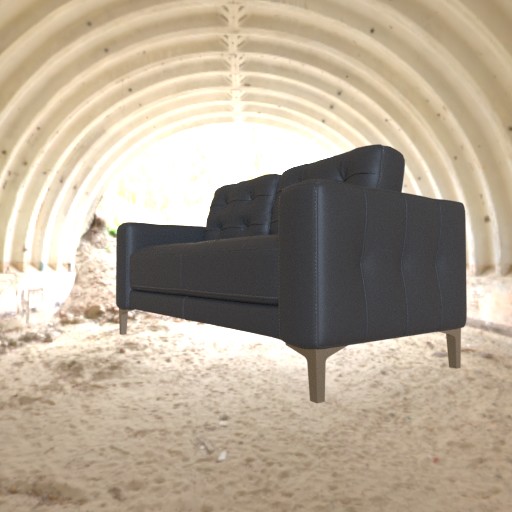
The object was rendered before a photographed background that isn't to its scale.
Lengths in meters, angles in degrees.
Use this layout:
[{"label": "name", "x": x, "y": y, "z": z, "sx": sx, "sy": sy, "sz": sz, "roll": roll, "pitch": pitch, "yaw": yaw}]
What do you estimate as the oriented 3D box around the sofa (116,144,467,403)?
[{"label": "sofa", "x": 0.000, "y": 0.000, "z": 2.171, "sx": 0.833, "sy": 0.893, "sz": 1.726, "roll": 1, "pitch": -2, "yaw": -36}]
